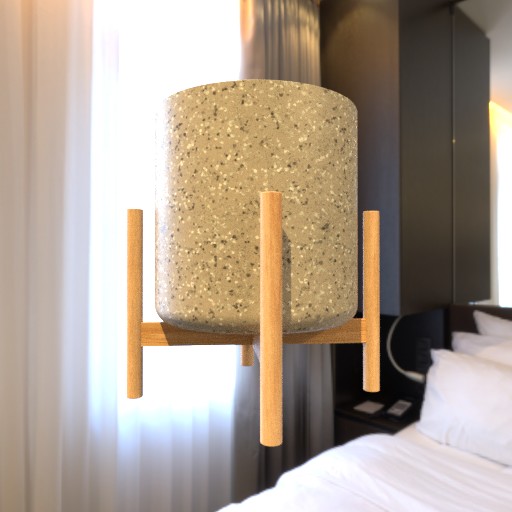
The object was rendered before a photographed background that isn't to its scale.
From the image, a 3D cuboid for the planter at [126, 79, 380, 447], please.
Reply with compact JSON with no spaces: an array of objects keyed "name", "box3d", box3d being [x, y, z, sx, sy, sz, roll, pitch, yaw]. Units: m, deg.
[{"name":"planter","box3d":[0.000,0.000,0.678,0.360,0.419,0.360,0,0,17]}]
